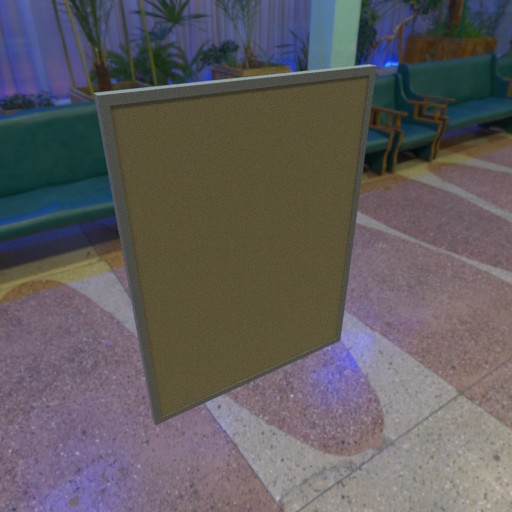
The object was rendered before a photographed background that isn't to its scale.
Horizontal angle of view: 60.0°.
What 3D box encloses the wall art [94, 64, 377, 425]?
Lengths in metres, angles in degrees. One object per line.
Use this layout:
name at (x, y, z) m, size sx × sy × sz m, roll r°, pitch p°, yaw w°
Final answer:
wall art at (0.000, 0.000, 1.375) m, size 0.789 × 1.042 × 0.034 m, roll -18°, pitch 35°, yaw -26°
